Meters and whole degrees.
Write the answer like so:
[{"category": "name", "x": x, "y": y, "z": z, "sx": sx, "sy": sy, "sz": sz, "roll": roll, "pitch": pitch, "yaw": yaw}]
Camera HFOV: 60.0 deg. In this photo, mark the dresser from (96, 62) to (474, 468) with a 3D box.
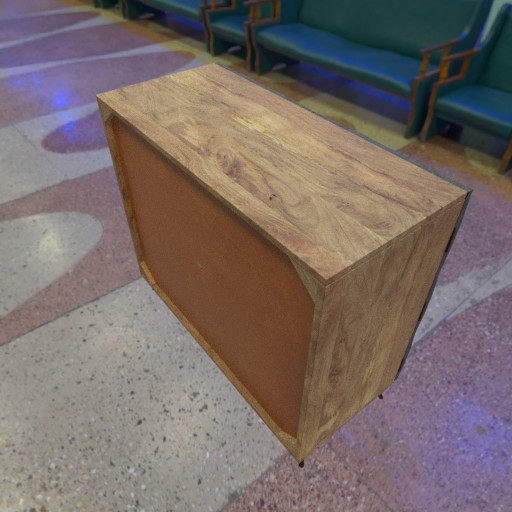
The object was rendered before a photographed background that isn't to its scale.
[{"category": "dresser", "x": 0.000, "y": 0.000, "z": 1.414, "sx": 0.446, "sy": 0.847, "sz": 0.967, "roll": -28, "pitch": 50, "yaw": -27}]
